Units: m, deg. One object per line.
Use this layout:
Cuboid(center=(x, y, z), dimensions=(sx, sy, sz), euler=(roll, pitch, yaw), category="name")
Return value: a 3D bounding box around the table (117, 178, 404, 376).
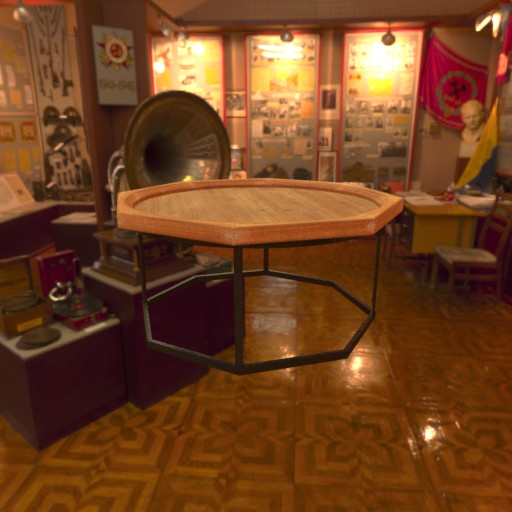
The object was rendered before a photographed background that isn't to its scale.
Cuboid(center=(0.000, 0.000, 1.608), dimensions=(1.002, 0.444, 1.002), euler=(0, 17, 0), category="table")
